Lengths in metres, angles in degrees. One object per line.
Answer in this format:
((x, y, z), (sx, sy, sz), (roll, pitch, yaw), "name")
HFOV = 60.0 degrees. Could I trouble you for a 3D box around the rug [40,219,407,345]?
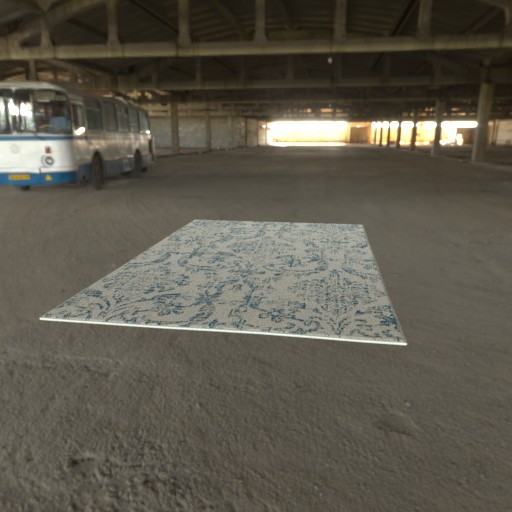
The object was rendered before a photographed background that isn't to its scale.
((0.000, 0.000, 2.294), (1.213, 0.012, 1.831), (2, 16, 9), "rug")
